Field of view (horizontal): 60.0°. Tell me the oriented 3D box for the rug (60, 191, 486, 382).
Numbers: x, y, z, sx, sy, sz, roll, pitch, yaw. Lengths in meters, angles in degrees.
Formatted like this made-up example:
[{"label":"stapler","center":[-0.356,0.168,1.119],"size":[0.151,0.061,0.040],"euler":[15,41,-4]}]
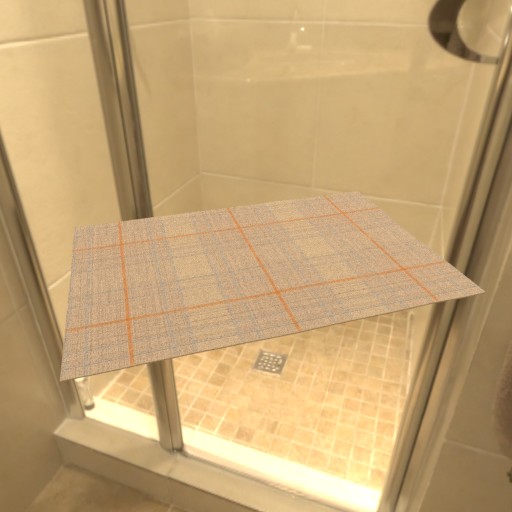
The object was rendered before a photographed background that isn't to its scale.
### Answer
[{"label":"rug","center":[0.000,0.000,2.297],"size":[1.825,0.015,1.232],"euler":[-9,32,-14]}]
